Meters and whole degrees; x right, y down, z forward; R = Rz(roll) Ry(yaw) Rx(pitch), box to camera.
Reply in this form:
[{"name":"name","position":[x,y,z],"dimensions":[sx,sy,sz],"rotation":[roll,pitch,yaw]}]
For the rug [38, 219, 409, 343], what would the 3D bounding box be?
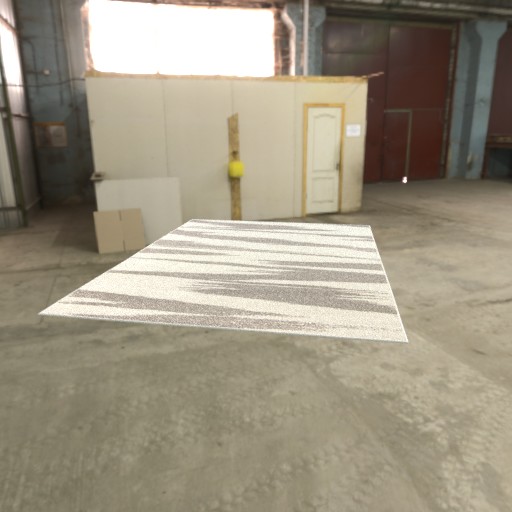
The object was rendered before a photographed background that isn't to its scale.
[{"name":"rug","position":[0.000,0.000,2.779],"dimensions":[1.533,0.010,2.142],"rotation":[3,16,10]}]
